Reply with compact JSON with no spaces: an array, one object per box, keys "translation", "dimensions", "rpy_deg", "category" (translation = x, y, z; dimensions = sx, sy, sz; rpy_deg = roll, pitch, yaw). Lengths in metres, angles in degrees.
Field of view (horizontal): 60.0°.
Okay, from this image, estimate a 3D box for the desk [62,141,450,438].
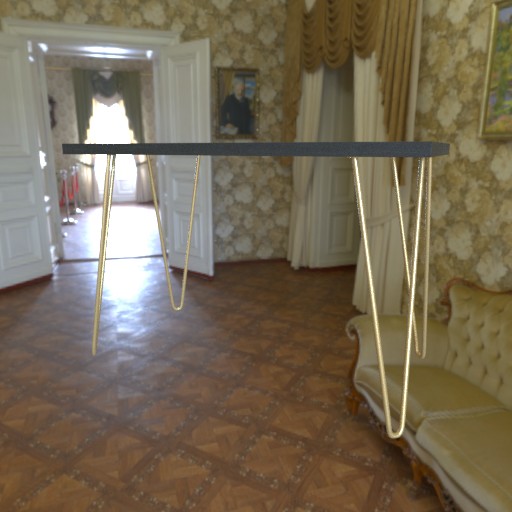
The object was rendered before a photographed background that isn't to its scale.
[{"translation":[0.000,0.000,1.344],"dimensions":[0.991,0.660,0.499],"rpy_deg":[7,15,26],"category":"desk"}]
